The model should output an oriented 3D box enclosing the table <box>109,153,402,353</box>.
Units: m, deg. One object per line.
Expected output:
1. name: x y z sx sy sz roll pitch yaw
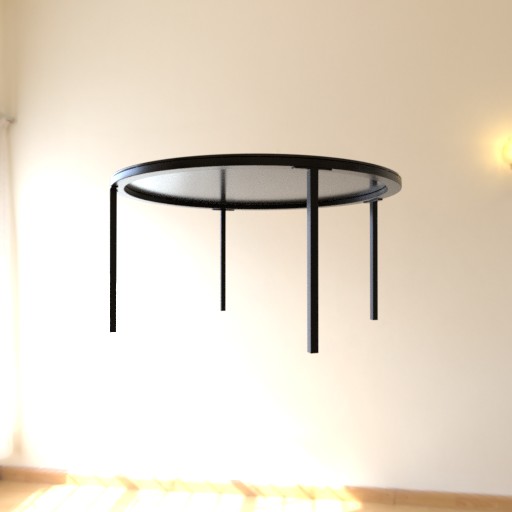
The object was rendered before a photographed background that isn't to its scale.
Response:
1. table: 0.000 0.000 1.276 0.800 0.400 0.800 0 -1 0
